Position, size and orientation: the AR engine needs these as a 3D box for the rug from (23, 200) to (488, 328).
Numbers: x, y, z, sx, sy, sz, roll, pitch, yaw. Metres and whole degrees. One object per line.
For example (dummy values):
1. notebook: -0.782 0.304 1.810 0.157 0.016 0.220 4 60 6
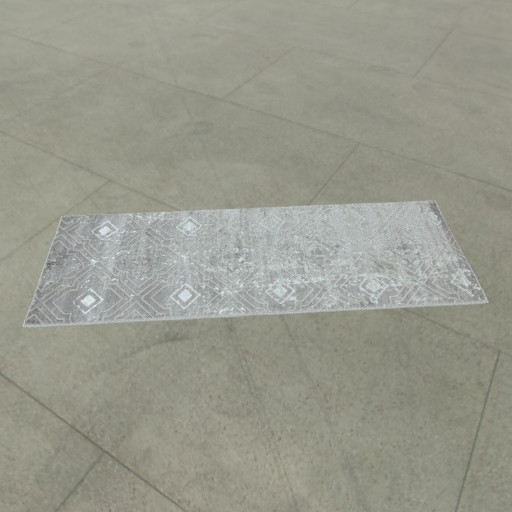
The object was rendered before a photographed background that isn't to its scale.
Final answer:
1. rug: 0.000 0.000 2.539 2.381 0.035 0.832 -3 47 -3
